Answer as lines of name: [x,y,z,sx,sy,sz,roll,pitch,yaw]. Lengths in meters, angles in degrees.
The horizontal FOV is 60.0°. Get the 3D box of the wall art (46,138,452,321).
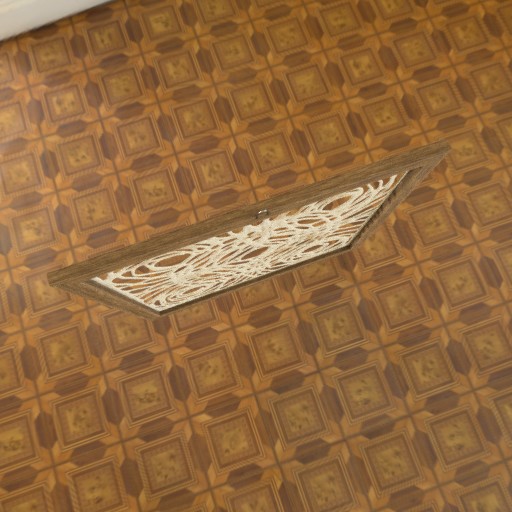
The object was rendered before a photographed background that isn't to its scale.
wall art: [0.000,0.000,0.849,0.561,0.576,0.021,-19,78,-4]
